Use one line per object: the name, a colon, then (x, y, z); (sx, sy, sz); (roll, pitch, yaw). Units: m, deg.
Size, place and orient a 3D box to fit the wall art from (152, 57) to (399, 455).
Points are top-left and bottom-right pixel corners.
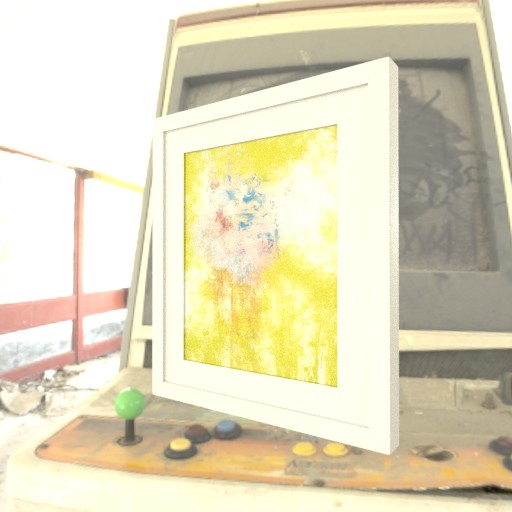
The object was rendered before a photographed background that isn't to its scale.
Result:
wall art: (0.000, 0.000, 0.528); (0.331, 0.381, 0.028); (0, -1, 35)
